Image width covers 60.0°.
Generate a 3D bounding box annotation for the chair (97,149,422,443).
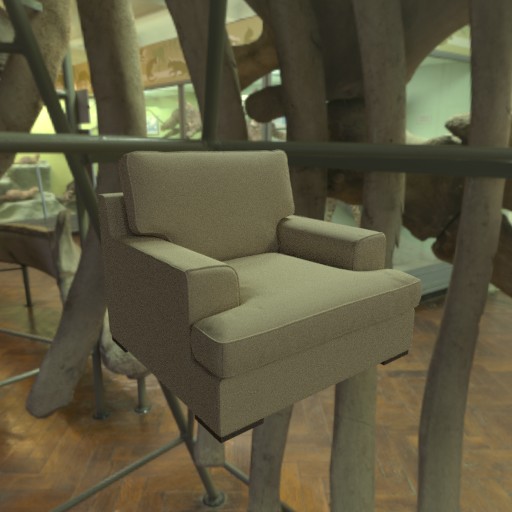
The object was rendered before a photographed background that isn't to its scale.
[{"bbox_3d":[0.000,0.000,2.185,1.274,1.005,1.293,14,20,43],"label":"chair"}]
